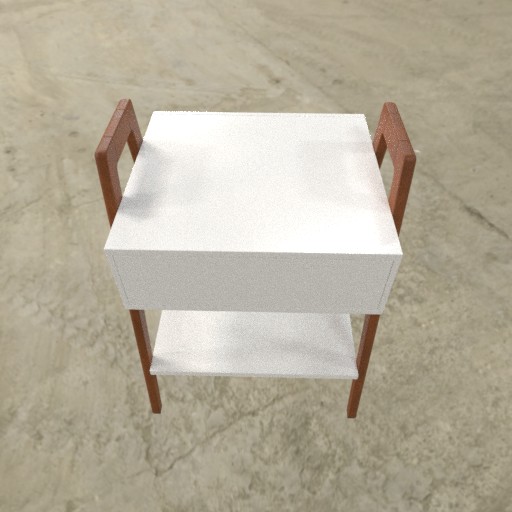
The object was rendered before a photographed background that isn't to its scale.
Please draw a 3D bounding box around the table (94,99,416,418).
[{"bbox_3d":[0.000,0.000,0.903,0.457,0.610,0.405,1,47,1],"label":"table"}]
